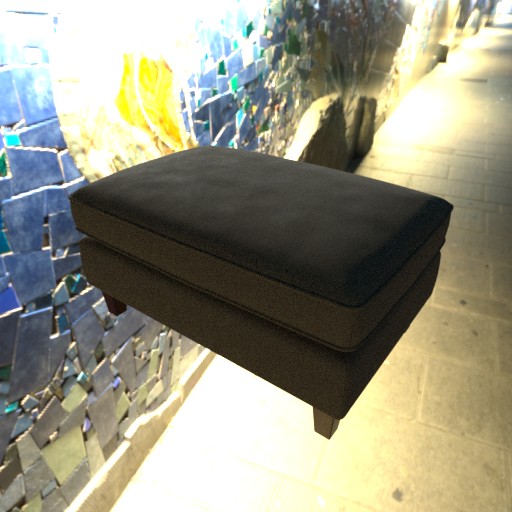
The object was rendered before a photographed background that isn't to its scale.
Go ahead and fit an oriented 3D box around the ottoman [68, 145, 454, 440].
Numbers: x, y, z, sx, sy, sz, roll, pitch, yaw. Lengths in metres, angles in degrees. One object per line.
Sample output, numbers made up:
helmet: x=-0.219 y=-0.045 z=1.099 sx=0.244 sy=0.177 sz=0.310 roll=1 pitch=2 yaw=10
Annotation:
ottoman: x=0.000 y=0.000 z=1.338 sx=0.941 sy=0.480 sz=0.636 roll=21 pitch=36 yaw=31
